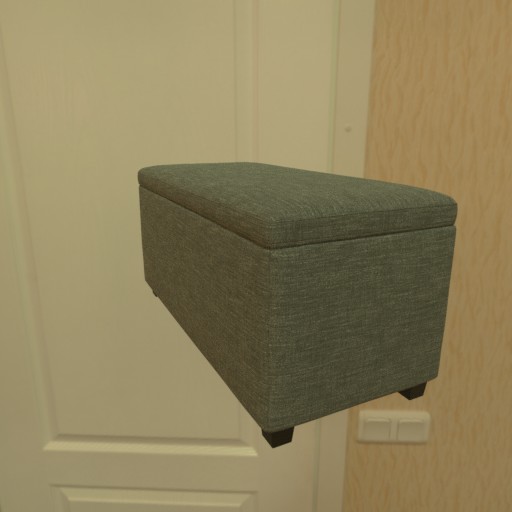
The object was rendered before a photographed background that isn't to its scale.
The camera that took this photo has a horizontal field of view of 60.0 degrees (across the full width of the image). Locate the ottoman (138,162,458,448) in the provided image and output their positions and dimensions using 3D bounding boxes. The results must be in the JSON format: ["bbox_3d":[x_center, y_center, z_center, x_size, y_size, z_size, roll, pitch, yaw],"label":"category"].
[{"bbox_3d":[0.000,0.000,1.144,0.419,0.432,0.902,-8,18,-25],"label":"ottoman"}]
